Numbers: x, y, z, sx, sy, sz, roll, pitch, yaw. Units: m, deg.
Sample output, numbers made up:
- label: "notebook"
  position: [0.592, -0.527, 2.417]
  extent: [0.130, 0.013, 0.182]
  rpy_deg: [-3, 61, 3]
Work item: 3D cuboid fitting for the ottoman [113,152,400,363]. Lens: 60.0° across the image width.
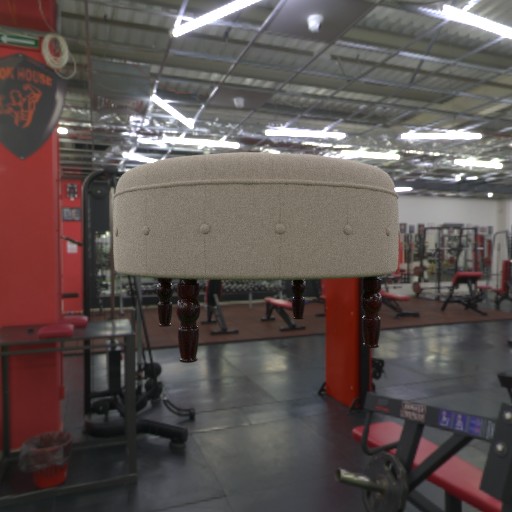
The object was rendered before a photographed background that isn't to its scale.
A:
- label: "ottoman"
  position: [0.000, 0.000, 1.385]
  extent: [0.848, 0.494, 0.848]
  rpy_deg: [0, 1, 0]
